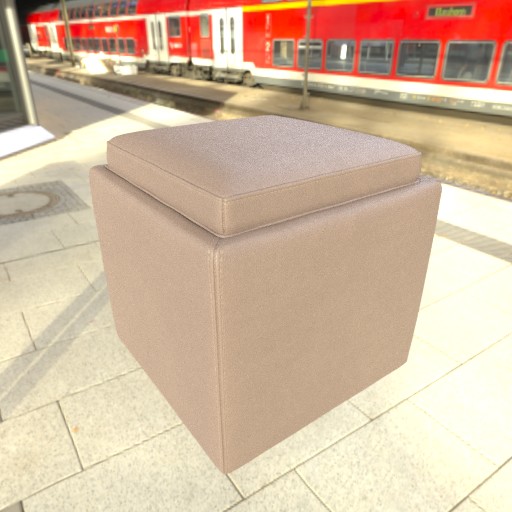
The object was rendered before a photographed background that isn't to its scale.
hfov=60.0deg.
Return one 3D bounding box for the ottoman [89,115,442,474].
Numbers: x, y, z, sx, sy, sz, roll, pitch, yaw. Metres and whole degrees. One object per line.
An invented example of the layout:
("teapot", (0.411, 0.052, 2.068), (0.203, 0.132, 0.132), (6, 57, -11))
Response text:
("ottoman", (0.000, 0.000, 0.826), (0.450, 0.460, 0.451), (-18, 32, -32))
